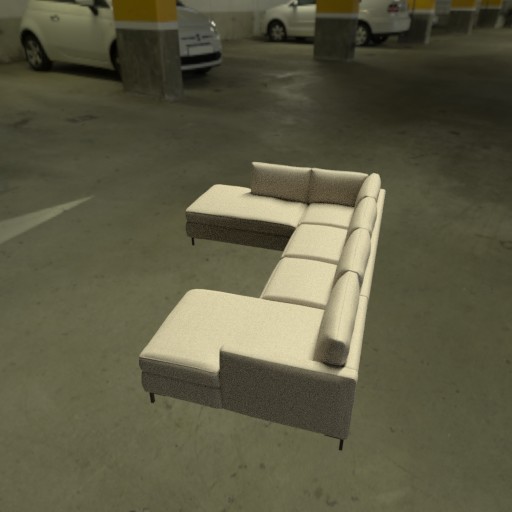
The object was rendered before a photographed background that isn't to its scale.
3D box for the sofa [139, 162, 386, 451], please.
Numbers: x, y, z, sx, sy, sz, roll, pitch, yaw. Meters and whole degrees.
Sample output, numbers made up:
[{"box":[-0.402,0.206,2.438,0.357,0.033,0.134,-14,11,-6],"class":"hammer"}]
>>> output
[{"box":[0.000,0.000,3.626,1.879,0.756,2.737,9,31,15],"class":"sofa"}]
